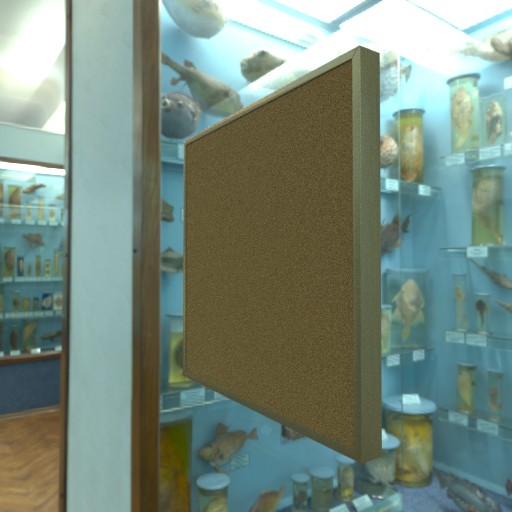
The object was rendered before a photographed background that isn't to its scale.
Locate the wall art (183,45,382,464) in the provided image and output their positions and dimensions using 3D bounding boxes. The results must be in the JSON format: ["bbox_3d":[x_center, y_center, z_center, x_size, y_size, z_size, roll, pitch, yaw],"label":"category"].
[{"bbox_3d":[0.000,0.000,0.753,0.037,0.505,0.505,1,-1,-34],"label":"wall art"}]
